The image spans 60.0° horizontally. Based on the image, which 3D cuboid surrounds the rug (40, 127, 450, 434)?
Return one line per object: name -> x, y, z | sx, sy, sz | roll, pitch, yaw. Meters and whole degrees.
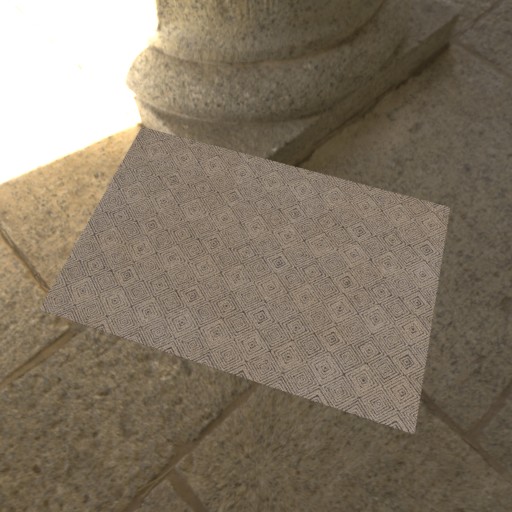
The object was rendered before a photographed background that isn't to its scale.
rug -> 0.000, 0.000, 2.227 | 1.783, 0.008, 1.175 | 16, 66, 8
